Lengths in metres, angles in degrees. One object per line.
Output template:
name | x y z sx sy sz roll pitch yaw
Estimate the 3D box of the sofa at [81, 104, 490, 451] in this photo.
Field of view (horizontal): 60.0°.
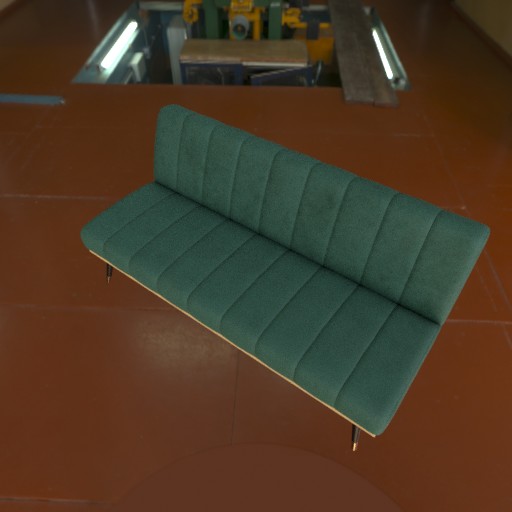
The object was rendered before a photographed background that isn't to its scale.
sofa | 0.000 0.000 2.228 1.810 0.820 0.830 28 52 25
